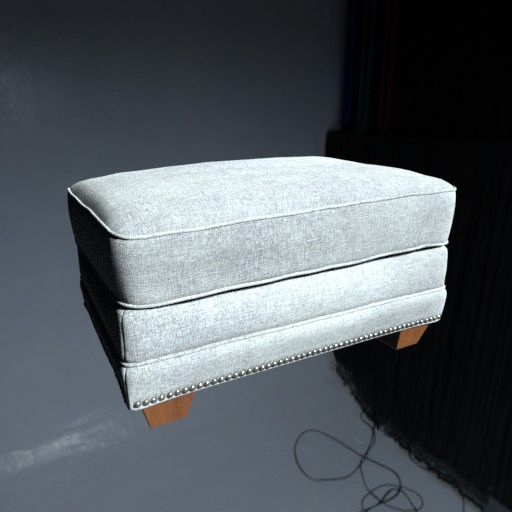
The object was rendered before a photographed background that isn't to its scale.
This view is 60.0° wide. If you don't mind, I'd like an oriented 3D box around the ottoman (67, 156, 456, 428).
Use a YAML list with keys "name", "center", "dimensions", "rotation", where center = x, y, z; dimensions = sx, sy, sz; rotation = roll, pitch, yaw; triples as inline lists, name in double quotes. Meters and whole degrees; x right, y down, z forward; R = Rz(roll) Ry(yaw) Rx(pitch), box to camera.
- name: "ottoman"
  center: [0.000, 0.000, 1.116]
  dimensions: [0.813, 0.457, 0.561]
  rotation: [-9, 19, -27]
